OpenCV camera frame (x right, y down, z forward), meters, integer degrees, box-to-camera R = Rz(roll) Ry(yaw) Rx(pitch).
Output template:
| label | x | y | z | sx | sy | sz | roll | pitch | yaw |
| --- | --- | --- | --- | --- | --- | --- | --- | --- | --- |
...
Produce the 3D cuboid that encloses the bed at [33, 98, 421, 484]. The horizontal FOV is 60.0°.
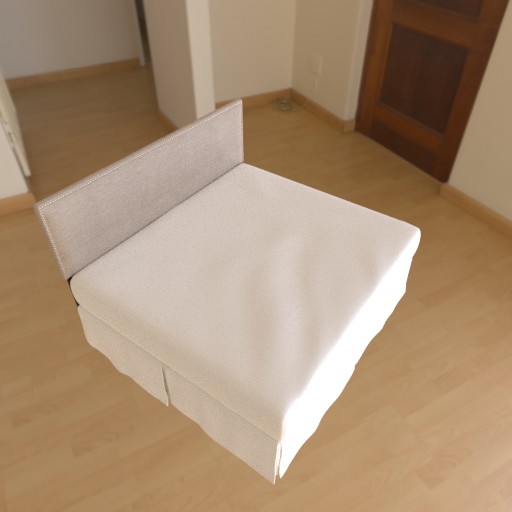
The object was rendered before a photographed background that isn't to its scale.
| label | x | y | z | sx | sy | sz | roll | pitch | yaw |
| --- | --- | --- | --- | --- | --- | --- | --- | --- | --- |
| bed | 0.000 | 0.000 | 3.385 | 1.914 | 1.346 | 2.170 | 26 | 47 | 26 |
